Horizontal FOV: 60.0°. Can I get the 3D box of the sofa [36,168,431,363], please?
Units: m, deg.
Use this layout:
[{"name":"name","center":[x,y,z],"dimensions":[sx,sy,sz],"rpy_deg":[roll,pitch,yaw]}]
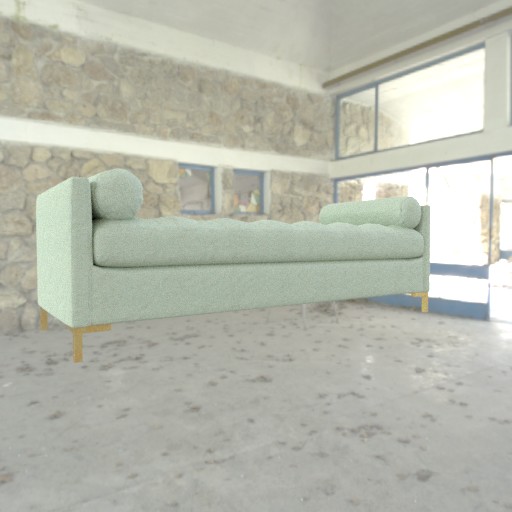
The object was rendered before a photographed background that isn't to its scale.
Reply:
[{"name":"sofa","center":[0.000,0.000,2.436],"dimensions":[2.102,0.705,0.796],"rpy_deg":[-1,2,-34]}]
